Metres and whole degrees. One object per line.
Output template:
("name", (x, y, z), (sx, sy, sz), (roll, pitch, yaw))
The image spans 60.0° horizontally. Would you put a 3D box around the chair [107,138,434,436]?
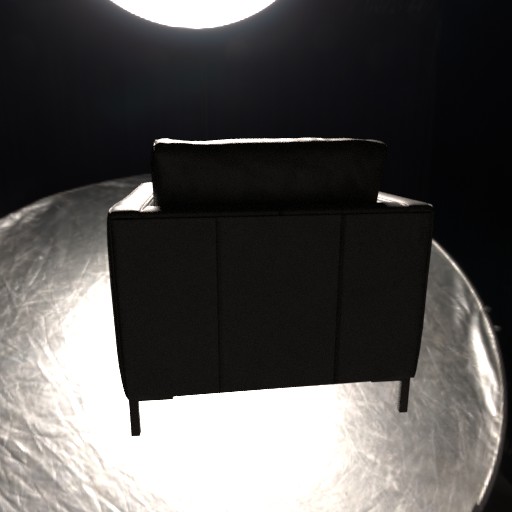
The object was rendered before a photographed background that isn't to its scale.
("chair", (0.000, 0.000, 1.546), (0.967, 0.824, 0.861), (-2, 14, -8))
